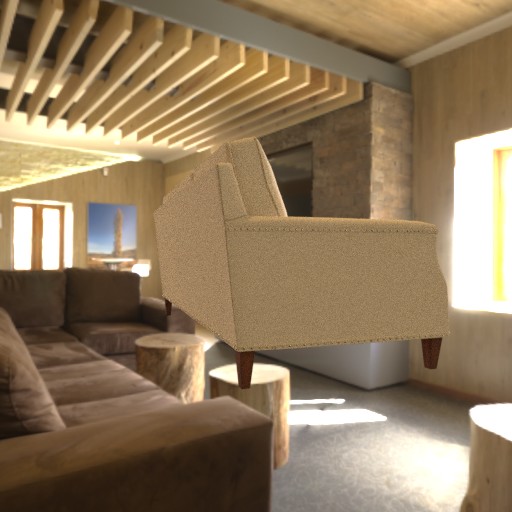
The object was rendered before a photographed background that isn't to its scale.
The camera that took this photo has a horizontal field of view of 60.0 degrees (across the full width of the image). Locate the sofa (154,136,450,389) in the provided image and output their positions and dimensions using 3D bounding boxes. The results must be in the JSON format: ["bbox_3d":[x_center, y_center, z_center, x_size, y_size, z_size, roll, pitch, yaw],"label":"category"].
[{"bbox_3d":[0.000,0.000,2.841,1.084,1.003,2.246,0,0,-19],"label":"sofa"}]
